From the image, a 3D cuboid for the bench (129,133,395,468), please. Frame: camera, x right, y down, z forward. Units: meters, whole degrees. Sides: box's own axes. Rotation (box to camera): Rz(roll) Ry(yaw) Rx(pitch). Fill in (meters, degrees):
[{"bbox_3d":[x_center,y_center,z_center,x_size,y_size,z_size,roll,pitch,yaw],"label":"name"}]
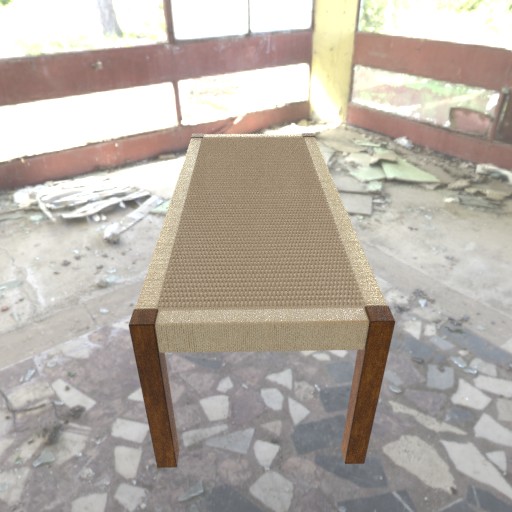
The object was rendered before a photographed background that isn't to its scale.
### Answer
[{"bbox_3d":[0.000,0.000,1.467,0.507,0.457,1.198,-1,32,-1],"label":"bench"}]
